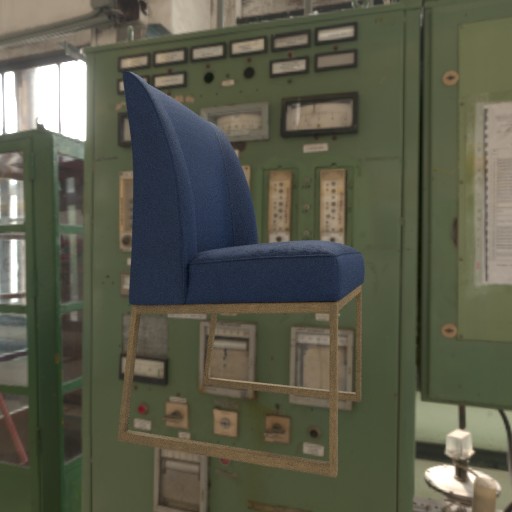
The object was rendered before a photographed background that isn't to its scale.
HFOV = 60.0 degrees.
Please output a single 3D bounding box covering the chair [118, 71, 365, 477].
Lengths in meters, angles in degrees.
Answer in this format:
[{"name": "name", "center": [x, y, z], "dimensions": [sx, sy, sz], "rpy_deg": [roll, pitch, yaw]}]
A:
[{"name": "chair", "center": [0.000, 0.000, 1.168], "dimensions": [0.522, 0.863, 0.508], "rpy_deg": [0, 1, 19]}]
